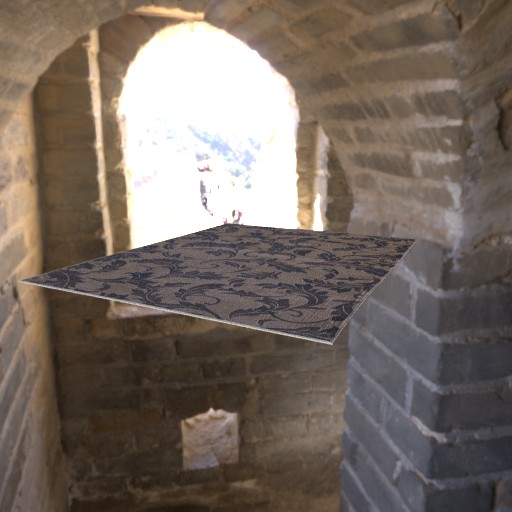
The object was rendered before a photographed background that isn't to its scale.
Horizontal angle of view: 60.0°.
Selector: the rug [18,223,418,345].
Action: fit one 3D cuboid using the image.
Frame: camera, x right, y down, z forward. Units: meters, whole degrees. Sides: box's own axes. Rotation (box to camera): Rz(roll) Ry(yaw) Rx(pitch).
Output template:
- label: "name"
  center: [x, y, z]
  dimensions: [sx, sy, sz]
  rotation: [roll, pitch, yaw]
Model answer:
- label: "rug"
  center: [0.000, 0.000, 3.975]
  dimensions: [2.380, 0.008, 2.977]
  rotation: [7, 15, 26]
